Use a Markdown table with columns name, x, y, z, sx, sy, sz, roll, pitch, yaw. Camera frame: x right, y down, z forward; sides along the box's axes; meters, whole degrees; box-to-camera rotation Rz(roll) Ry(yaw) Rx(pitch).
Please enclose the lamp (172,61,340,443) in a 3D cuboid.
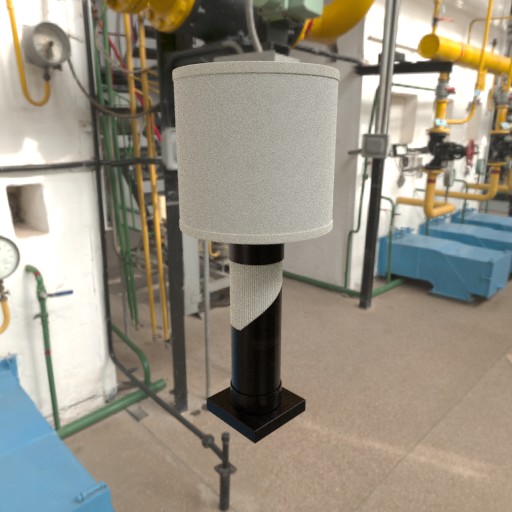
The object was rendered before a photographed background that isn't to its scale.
| name | x | y | z | sx | sy | sz | roll | pitch | yaw |
| --- | --- | --- | --- | --- | --- | --- | --- | --- | --- |
| lamp | 0.000 | 0.000 | 0.632 | 0.211 | 0.509 | 0.211 | -15 | 22 | -42 |
